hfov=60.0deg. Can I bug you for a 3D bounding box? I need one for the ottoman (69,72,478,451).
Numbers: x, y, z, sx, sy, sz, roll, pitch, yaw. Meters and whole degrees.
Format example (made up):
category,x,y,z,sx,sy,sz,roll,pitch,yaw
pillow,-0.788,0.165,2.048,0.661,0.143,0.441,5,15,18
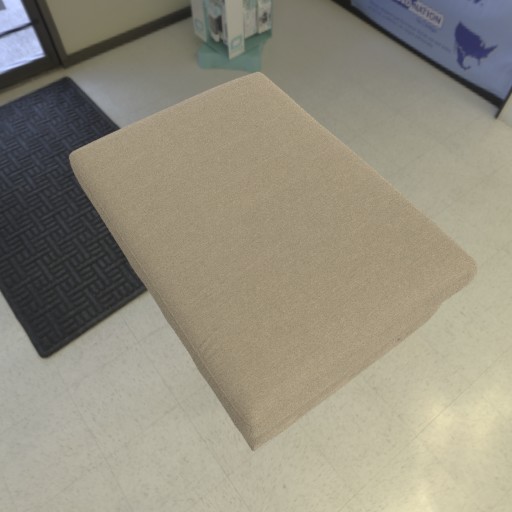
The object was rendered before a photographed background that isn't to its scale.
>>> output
category,x,y,z,sx,sy,sz,roll,pitch,yaw
ottoman,0.000,0.000,1.126,0.569,0.500,0.771,-31,63,-18
